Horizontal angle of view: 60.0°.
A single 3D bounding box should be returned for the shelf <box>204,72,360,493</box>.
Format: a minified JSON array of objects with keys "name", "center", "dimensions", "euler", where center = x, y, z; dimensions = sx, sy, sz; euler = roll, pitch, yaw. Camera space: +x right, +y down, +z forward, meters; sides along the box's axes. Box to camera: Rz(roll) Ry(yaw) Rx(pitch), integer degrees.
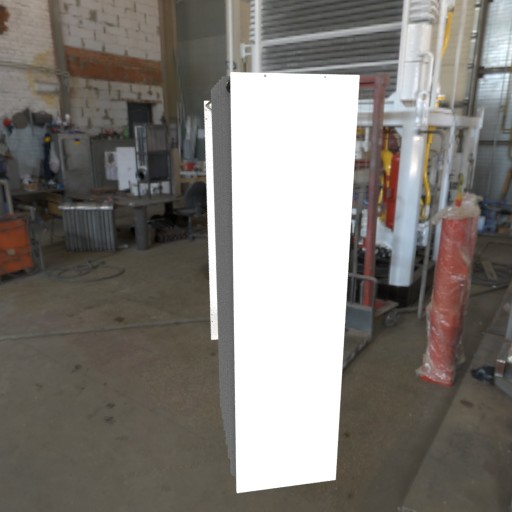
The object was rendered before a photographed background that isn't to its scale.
[{"name":"shelf","center":[0.000,0.000,2.596],"dimensions":[0.500,1.810,1.600],"euler":[-3,16,-9]}]
